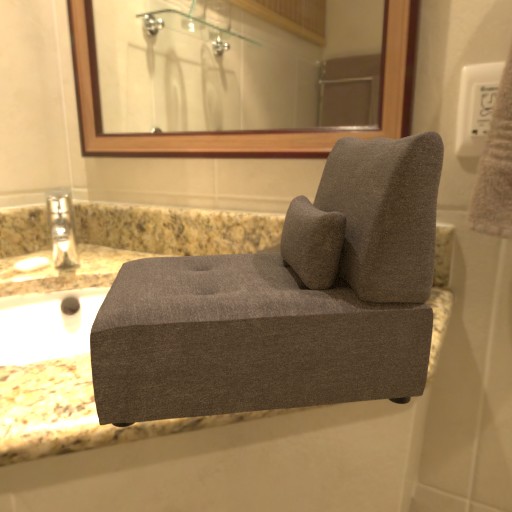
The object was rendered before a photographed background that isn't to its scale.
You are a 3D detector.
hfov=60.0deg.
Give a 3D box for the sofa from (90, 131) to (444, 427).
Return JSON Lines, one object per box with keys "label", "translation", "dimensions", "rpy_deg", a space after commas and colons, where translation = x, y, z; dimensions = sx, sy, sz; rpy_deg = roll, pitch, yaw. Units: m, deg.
{"label": "sofa", "translation": [0.000, 0.000, 1.541], "dimensions": [1.000, 0.820, 0.700], "rpy_deg": [-2, 14, -9]}
